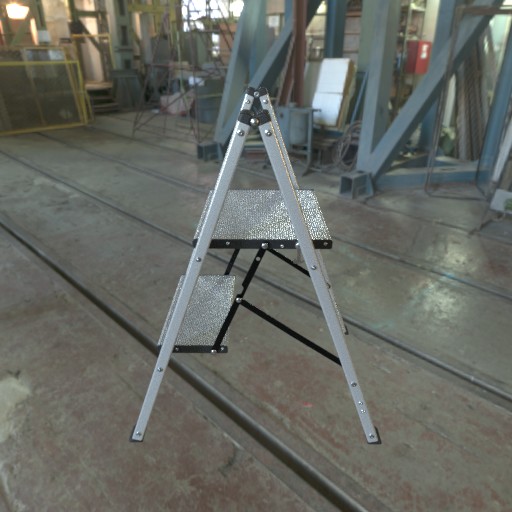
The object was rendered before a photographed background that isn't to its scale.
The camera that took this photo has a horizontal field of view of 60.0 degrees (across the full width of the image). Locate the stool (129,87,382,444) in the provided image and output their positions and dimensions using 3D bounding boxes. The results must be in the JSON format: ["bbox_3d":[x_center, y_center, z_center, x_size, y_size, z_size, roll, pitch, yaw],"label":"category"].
[{"bbox_3d":[0.000,0.000,0.987,0.535,0.670,0.440,0,26,1],"label":"stool"}]
